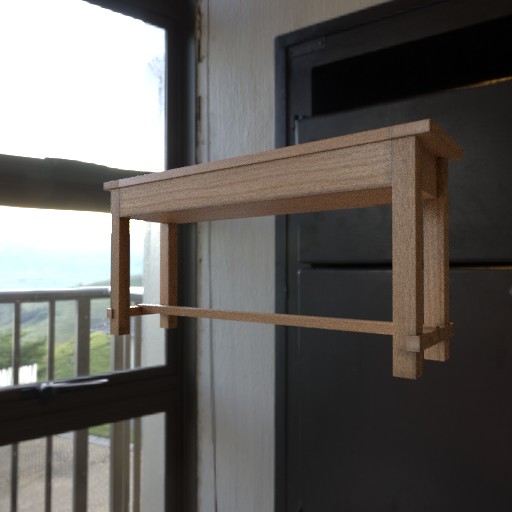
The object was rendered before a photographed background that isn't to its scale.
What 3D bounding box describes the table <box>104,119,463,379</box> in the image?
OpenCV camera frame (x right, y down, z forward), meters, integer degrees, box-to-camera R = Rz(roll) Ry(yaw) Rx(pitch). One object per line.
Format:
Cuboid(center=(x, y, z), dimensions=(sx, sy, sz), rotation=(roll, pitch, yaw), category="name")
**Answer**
Cuboid(center=(0.000, 0.000, 1.929), dimensions=(1.599, 0.762, 0.442), rotation=(-1, -2, 37), category="table")
